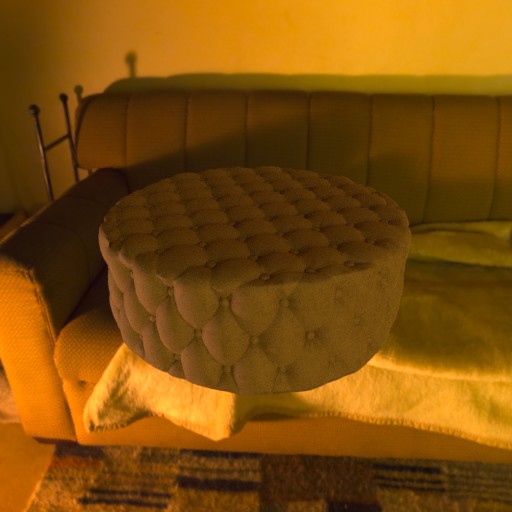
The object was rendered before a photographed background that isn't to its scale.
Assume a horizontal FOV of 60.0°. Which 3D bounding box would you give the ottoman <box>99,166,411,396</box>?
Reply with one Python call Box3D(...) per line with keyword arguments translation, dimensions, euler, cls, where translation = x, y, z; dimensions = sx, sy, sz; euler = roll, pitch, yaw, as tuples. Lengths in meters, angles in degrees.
Box3D(translation=(0.000, 0.000, 1.533), dimensions=(0.998, 0.399, 0.998), euler=(0, 27, 0), cls="ottoman")
